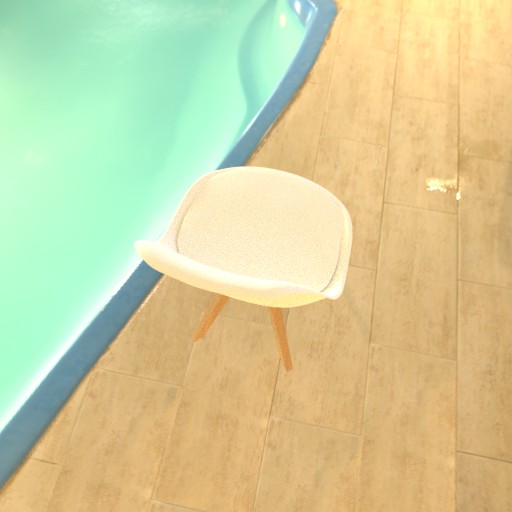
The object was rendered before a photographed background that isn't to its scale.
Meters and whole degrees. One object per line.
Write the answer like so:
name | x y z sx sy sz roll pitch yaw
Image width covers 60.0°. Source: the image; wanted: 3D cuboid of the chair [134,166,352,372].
chair | 0.000 0.000 1.204 0.485 0.849 0.550 16 65 8
